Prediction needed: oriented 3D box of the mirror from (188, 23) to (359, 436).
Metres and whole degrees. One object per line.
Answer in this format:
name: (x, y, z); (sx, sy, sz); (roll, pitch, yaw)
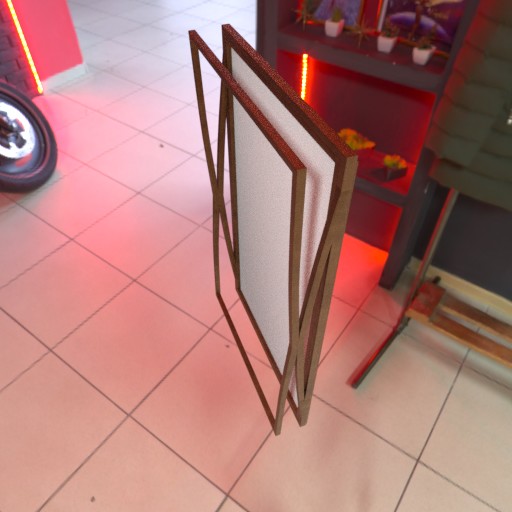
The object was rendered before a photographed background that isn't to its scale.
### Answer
mirror: (0.000, 0.000, 0.942); (0.082, 0.768, 0.468); (-16, 48, -15)
